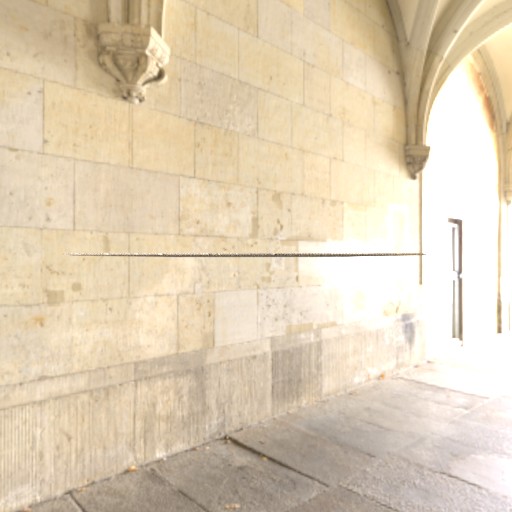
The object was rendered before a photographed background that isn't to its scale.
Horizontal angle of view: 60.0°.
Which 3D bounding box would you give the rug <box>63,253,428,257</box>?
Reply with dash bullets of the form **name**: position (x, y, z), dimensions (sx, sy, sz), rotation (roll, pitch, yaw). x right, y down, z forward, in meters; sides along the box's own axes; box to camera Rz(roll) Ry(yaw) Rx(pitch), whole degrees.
- **rug**: position (0.000, 0.000, 3.027), dimensions (1.529, 0.010, 2.440), rotation (0, 0, 2)
